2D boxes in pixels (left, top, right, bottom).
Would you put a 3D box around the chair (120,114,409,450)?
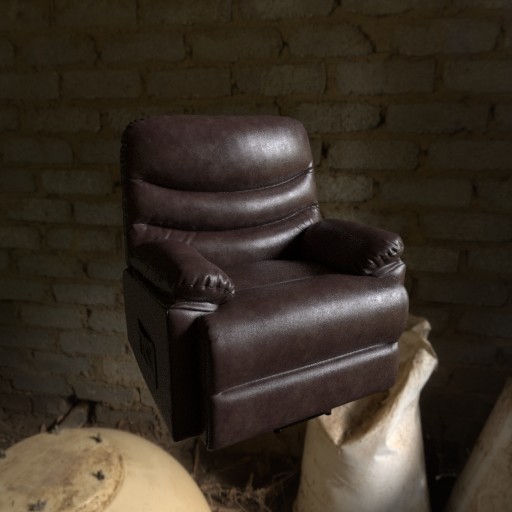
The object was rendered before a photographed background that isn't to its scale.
[{"bbox_3d":[0.000,0.000,1.705,0.940,1.041,0.879,-9,19,-26],"label":"chair"}]
